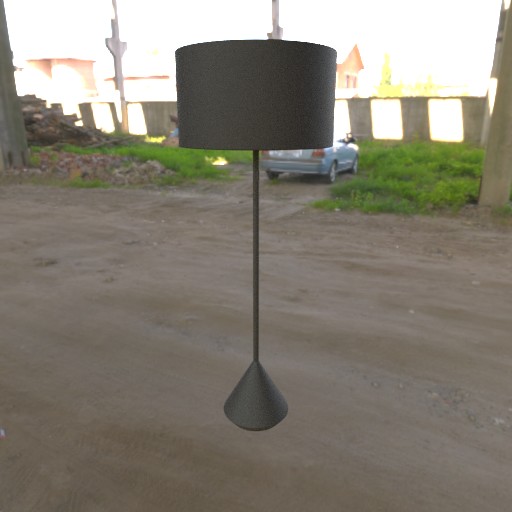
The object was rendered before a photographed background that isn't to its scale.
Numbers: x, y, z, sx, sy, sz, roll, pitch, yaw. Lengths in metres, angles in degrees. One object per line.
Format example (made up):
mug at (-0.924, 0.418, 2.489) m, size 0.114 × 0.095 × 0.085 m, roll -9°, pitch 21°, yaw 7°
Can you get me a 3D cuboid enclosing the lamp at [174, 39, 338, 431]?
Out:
lamp at (0.000, 0.000, 1.816) m, size 0.580 × 1.526 × 0.580 m, roll -2°, pitch 17°, yaw -7°
